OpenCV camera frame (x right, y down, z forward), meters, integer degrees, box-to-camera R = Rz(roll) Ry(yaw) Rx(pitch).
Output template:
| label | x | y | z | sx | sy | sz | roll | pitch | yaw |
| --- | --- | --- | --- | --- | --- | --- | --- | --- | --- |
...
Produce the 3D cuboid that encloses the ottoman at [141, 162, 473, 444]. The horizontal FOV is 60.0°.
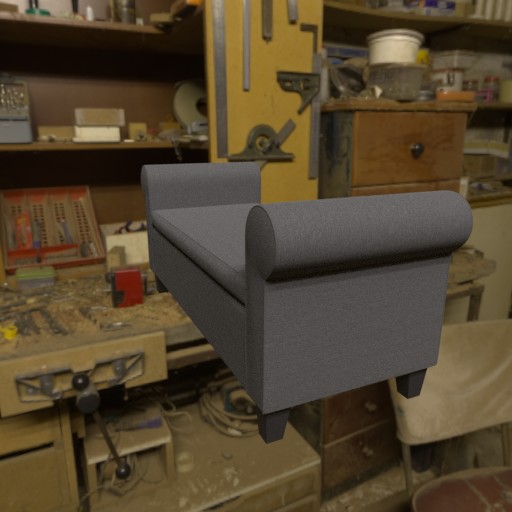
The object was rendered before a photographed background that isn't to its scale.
| label | x | y | z | sx | sy | sz | roll | pitch | yaw |
| --- | --- | --- | --- | --- | --- | --- | --- | --- | --- |
| ottoman | 0.000 | 0.000 | 1.502 | 0.521 | 0.547 | 1.256 | -7 | 17 | -24 |
